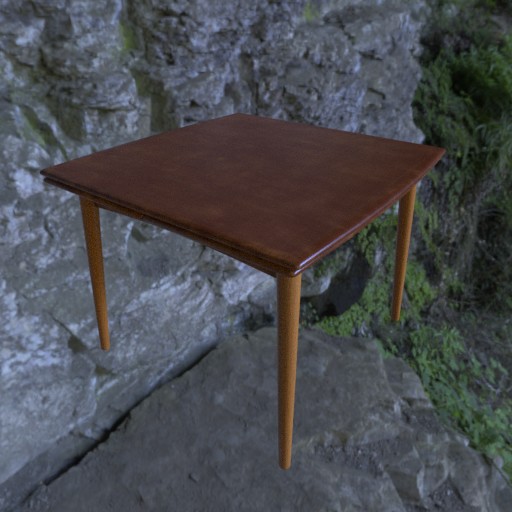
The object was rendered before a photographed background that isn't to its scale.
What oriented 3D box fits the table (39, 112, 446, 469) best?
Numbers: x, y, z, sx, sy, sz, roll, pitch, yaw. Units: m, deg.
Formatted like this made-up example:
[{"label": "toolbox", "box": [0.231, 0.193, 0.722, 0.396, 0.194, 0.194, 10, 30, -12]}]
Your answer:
[{"label": "table", "box": [0.000, 0.000, 1.657, 0.991, 0.754, 0.991, 21, 36, 31]}]
